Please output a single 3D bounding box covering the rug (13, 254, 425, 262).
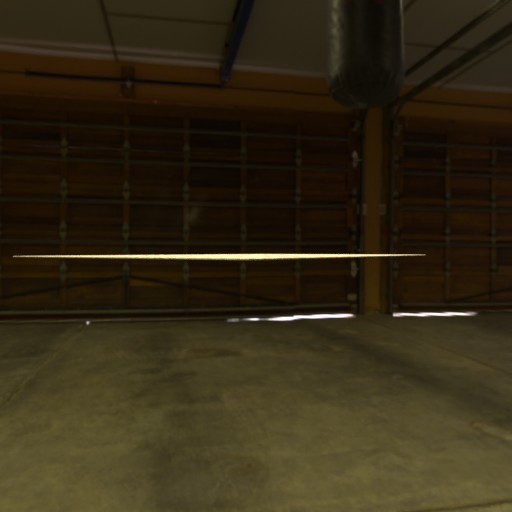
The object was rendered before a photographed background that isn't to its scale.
[{"bbox_3d":[0.000,0.000,2.265,1.219,0.008,1.829,0,1,35],"label":"rug"}]
